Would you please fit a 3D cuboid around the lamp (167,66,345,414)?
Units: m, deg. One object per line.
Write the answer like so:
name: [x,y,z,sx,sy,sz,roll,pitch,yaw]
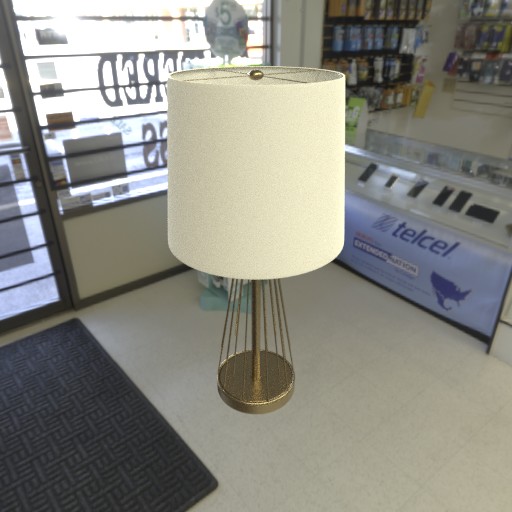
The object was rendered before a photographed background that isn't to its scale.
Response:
lamp: [0.000,0.000,0.795,0.303,0.618,0.303,0,28,0]
